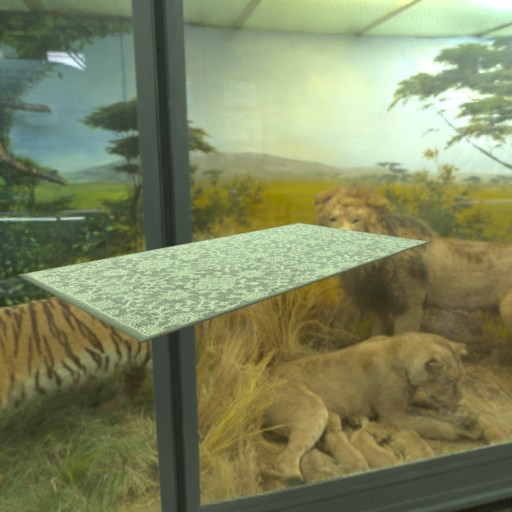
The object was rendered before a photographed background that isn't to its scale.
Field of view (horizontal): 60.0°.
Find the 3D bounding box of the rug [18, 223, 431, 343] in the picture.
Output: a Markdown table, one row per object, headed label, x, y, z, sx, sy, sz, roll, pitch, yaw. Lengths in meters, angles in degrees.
| label | x | y | z | sx | sy | sz | roll | pitch | yaw |
| --- | --- | --- | --- | --- | --- | --- | --- | --- | --- |
| rug | 0.000 | 0.000 | 3.550 | 1.546 | 0.011 | 3.048 | 13 | 18 | 43 |
